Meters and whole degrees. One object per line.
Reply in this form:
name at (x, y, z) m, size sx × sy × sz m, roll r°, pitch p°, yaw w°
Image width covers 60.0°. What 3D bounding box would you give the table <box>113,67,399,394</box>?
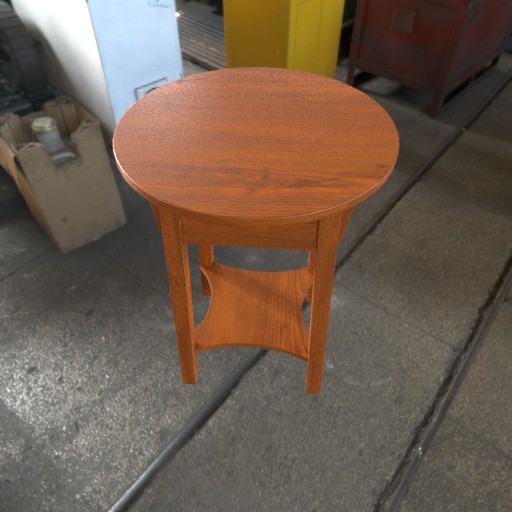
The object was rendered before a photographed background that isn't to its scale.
table at (0.000, 0.000, 0.942) m, size 0.457 × 0.610 × 0.457 m, roll 0°, pitch 46°, yaw 0°
